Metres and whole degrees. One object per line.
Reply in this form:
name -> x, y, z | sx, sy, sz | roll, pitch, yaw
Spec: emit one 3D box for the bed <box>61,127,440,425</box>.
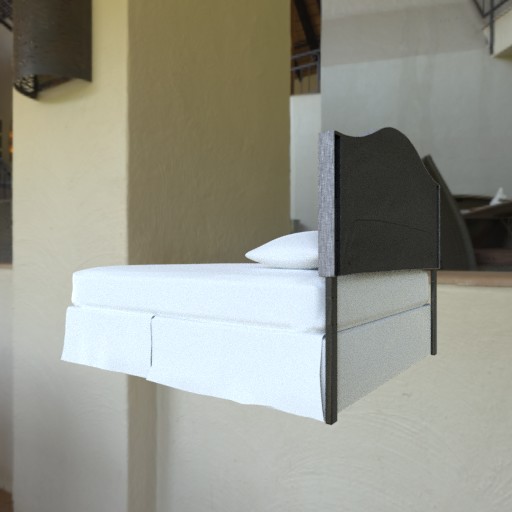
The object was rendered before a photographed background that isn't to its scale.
bed -> 0.000, 0.000, 2.847 | 1.870, 1.295, 1.610 | 0, 0, 36
